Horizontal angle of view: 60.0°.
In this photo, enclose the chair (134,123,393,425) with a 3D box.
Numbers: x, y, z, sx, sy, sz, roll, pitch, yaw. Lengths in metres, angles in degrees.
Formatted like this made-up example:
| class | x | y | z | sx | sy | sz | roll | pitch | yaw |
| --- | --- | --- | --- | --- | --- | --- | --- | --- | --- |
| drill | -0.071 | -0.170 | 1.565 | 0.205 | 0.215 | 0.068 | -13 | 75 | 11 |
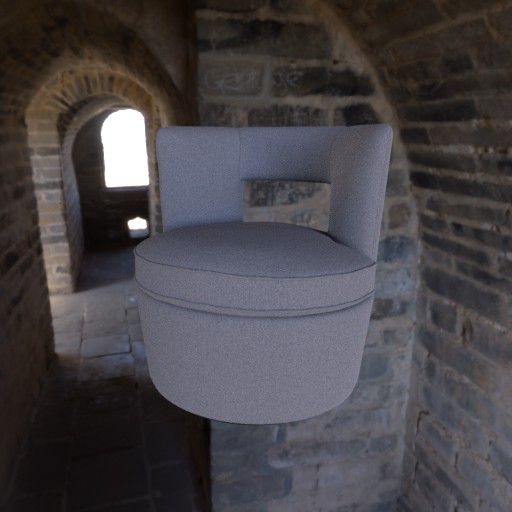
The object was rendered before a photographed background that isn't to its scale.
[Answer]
| class | x | y | z | sx | sy | sz | roll | pitch | yaw |
| --- | --- | --- | --- | --- | --- | --- | --- | --- | --- |
| chair | 0.000 | 0.000 | 1.261 | 0.689 | 0.719 | 0.660 | 7 | 17 | 25 |
